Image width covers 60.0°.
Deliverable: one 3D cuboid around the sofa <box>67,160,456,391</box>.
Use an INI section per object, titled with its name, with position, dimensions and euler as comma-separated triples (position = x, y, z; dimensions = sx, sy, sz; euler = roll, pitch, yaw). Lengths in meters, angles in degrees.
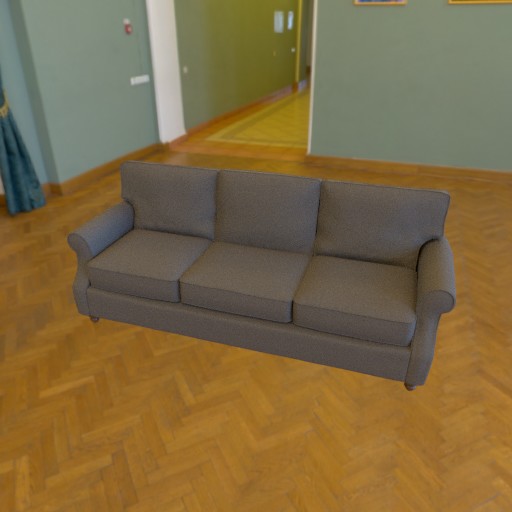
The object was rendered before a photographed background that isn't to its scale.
[sofa]
position = 0.000, 0.000, 2.867
dimensions = 2.353, 0.948, 0.966
euler = 9, 29, 16
